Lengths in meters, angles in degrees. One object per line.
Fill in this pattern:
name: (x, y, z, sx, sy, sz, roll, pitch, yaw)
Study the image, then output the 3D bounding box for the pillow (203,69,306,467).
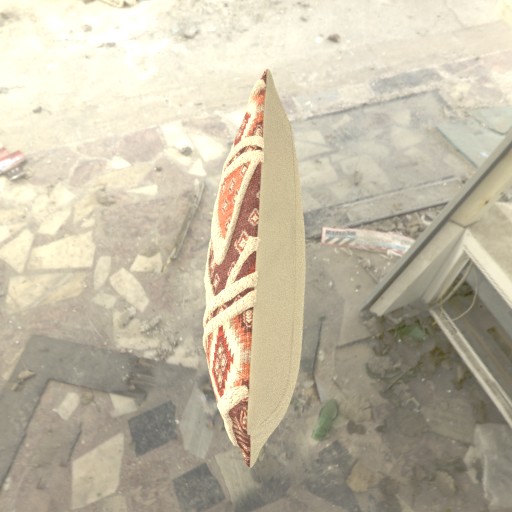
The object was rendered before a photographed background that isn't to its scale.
pillow: (0.000, 0.000, 0.737, 0.161, 0.295, 0.608, 2, 58, 1)
